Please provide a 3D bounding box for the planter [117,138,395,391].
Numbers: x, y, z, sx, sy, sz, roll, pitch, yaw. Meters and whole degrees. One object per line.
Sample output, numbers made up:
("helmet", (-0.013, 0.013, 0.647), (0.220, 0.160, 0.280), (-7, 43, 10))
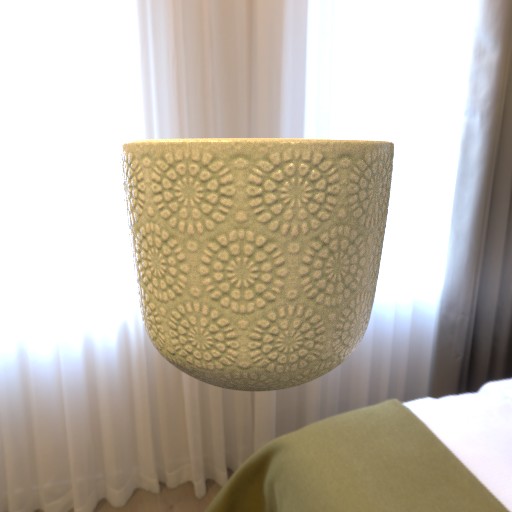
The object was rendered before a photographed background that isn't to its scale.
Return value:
("planter", (0.000, 0.000, 0.219), (0.124, 0.109, 0.124), (0, 13, 0))
